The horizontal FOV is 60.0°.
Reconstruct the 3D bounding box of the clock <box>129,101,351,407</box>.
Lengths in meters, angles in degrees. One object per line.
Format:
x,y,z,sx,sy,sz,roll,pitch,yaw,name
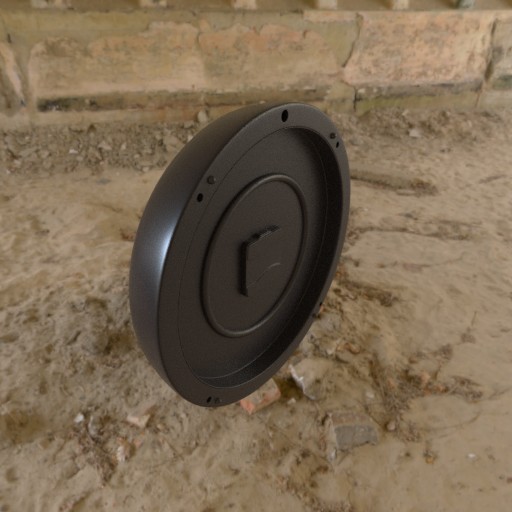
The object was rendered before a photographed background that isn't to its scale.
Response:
0.000,0.000,0.445,0.060,0.300,0.300,21,36,32,clock
